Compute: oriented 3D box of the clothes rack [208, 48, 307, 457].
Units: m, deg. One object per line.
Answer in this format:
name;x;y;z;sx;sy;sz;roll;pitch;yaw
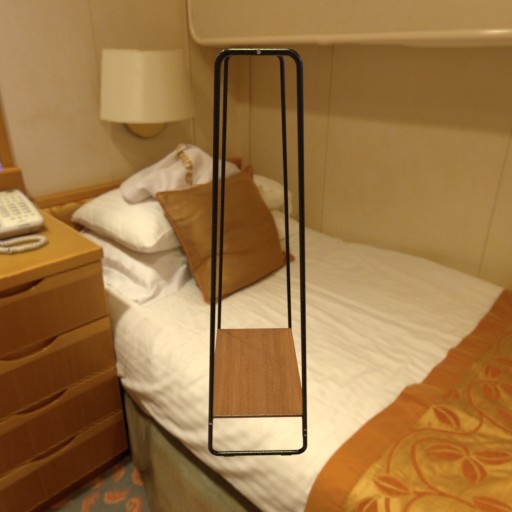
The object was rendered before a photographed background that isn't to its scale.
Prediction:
clothes rack;0.000;0.000;1.773;0.400;1.500;0.640;-1;25;-1
